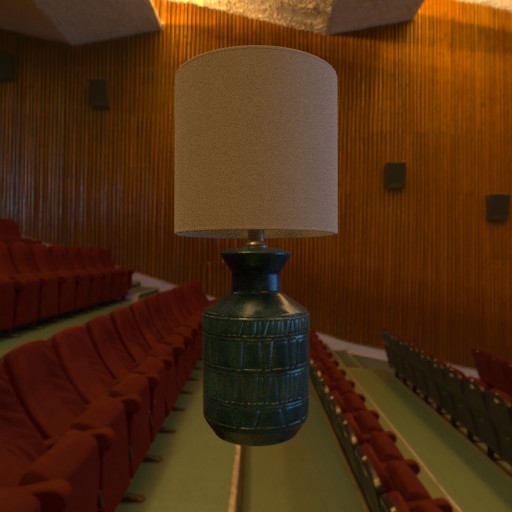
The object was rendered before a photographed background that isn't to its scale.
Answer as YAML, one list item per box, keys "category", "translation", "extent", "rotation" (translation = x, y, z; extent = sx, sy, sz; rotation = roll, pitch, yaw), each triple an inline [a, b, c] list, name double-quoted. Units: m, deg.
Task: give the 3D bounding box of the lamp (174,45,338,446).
- category: "lamp"
  translation: [0.000, 0.000, 0.583]
  extent: [0.211, 0.455, 0.211]
  rotation: [0, 0, 0]
